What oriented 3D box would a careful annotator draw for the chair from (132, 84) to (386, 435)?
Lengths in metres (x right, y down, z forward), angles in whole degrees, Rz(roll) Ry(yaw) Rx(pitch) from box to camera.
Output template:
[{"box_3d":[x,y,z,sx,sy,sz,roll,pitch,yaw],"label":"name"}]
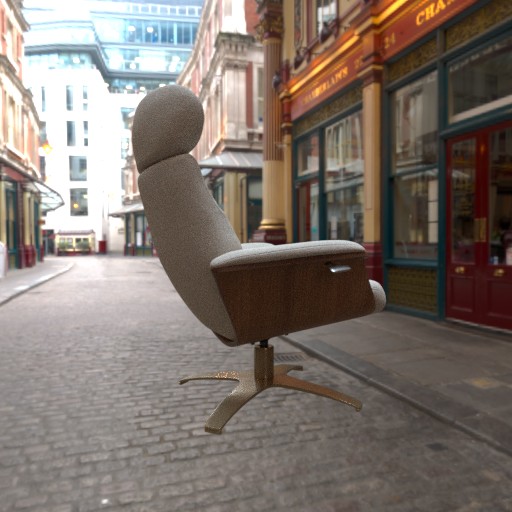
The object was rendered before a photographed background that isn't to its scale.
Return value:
[{"box_3d":[0.000,0.000,1.562,0.837,0.995,0.785,0,1,-20],"label":"chair"}]
